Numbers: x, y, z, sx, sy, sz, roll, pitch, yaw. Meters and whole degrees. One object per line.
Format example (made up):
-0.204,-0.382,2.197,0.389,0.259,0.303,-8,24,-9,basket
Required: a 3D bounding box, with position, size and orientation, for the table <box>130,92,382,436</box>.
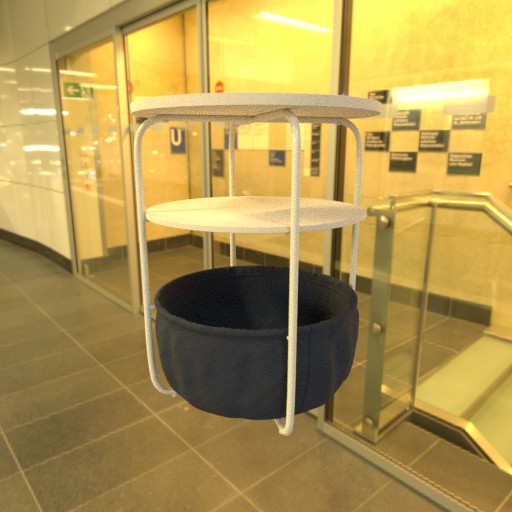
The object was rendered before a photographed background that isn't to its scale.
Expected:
0.000,0.000,0.830,0.418,0.532,0.418,8,16,29,table
